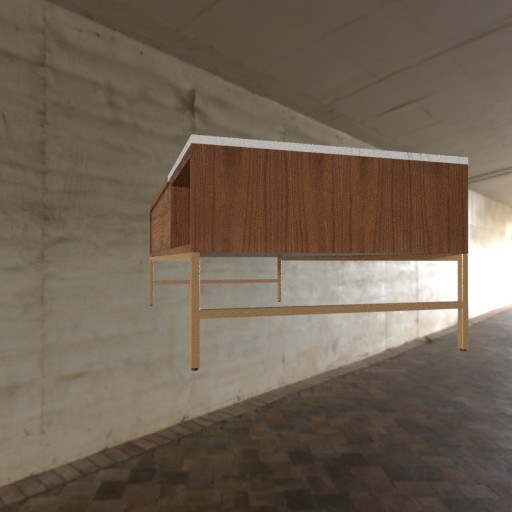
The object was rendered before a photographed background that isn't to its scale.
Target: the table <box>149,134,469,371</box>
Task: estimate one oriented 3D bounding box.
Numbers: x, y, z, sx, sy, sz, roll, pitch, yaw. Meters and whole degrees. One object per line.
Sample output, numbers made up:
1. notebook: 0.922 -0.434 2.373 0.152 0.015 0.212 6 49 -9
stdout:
1. table: 0.000 0.000 1.888 0.789 0.551 1.553 0 -1 -17
